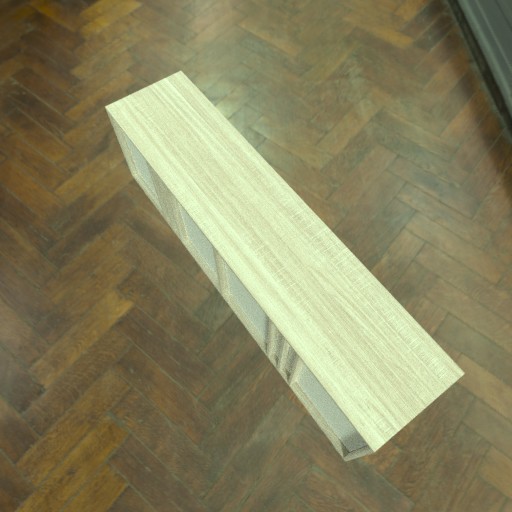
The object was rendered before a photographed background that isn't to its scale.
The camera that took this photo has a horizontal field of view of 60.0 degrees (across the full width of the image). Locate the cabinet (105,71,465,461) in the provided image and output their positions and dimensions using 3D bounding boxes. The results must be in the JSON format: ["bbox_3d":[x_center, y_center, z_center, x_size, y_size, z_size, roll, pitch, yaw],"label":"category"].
[{"bbox_3d":[0.000,0.000,2.490,0.500,0.780,2.200,-33,67,-16],"label":"cabinet"}]
